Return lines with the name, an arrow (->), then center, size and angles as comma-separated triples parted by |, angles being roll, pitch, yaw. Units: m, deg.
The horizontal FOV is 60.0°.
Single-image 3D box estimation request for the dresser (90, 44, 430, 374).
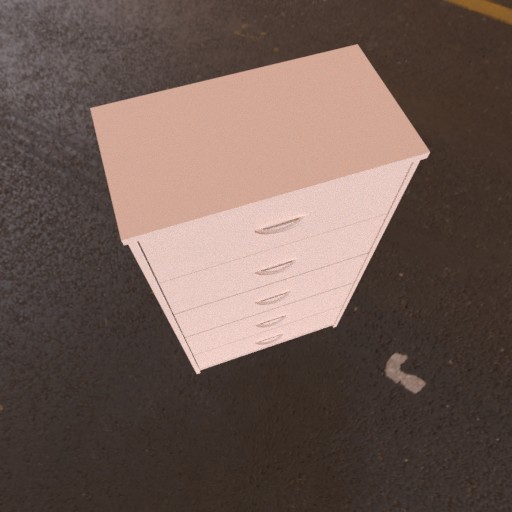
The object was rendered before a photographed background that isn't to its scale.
dresser -> 0.000, 0.000, 1.584 | 0.704, 1.255, 0.399 | -17, 64, -9
